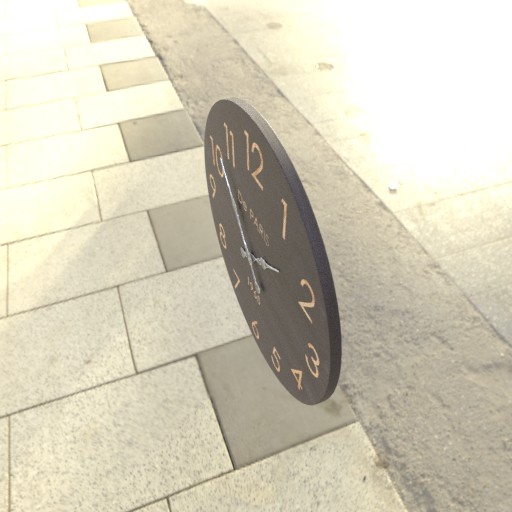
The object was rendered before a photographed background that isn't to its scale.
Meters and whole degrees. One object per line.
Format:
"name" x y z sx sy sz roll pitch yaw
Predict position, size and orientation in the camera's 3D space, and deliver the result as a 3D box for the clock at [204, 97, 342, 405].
"clock" 0.000 0.000 0.876 0.029 0.595 0.595 -17 50 -15
